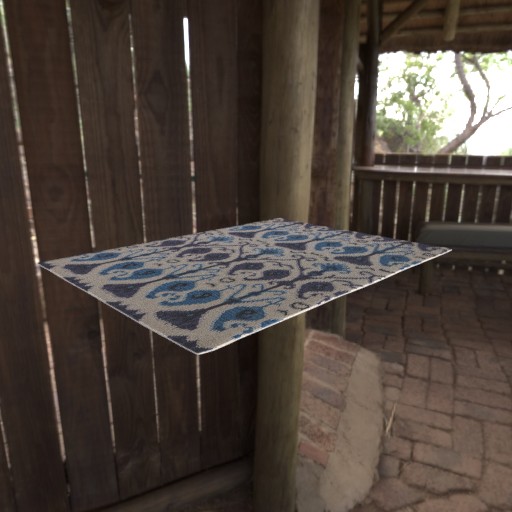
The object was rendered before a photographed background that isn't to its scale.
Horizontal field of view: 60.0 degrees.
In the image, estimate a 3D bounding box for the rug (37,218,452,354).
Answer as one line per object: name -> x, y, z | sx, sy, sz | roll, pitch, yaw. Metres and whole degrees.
rug -> 0.000, 0.000, 4.284 | 3.228, 0.024, 2.443 | -14, 21, -42
